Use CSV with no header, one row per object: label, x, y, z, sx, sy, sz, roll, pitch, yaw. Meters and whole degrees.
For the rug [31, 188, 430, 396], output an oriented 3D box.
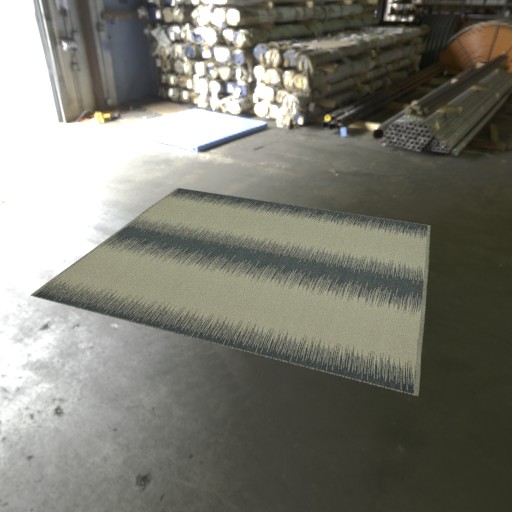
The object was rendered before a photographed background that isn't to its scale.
rug,0.000,0.000,4.142,3.037,0.004,2.453,11,33,17
